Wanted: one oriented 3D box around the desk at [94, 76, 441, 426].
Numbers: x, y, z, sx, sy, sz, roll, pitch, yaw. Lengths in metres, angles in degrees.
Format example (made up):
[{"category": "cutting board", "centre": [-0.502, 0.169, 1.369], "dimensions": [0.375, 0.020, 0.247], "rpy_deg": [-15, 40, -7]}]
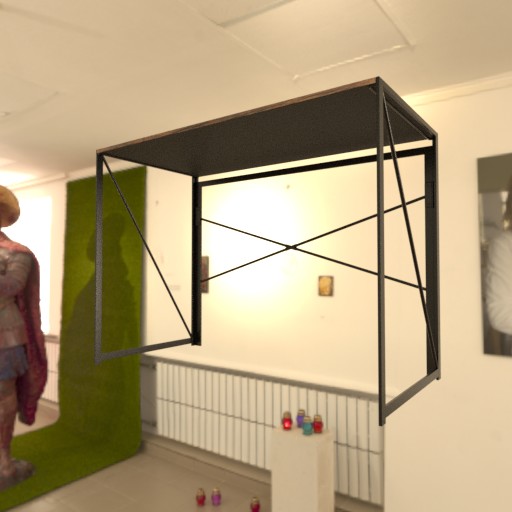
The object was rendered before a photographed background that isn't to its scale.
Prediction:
[{"category": "desk", "centre": [0.000, 0.000, 1.444], "dimensions": [1.015, 0.747, 0.505], "rpy_deg": [-1, -2, 36]}]
